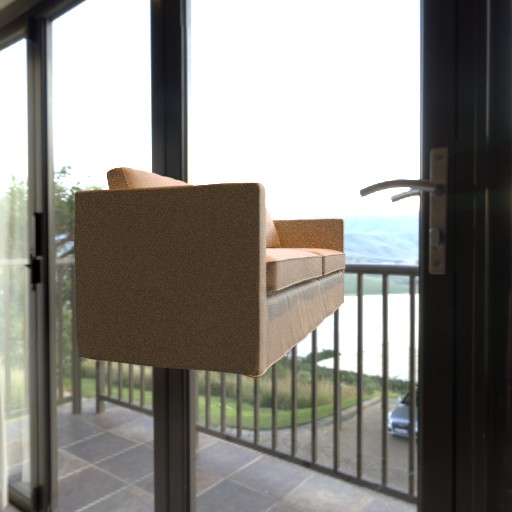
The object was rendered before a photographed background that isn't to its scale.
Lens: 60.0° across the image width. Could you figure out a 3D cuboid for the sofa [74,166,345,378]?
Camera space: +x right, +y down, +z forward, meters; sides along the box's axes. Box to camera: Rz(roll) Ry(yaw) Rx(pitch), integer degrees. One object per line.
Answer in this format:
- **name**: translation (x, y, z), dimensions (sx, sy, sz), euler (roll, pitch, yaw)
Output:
- **sofa**: translation (0.000, 0.000, 3.368), dimensions (1.036, 0.999, 2.779), euler (0, 1, 19)
